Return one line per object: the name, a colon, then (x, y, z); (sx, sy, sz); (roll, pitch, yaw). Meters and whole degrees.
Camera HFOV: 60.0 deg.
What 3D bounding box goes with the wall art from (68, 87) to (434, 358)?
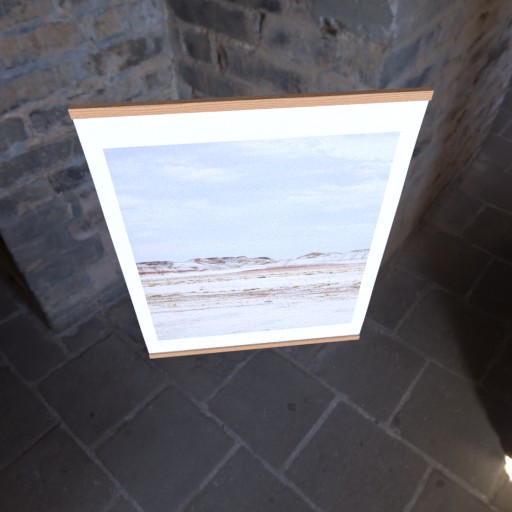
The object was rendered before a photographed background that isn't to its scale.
wall art: (0.000, 0.000, 0.674); (0.404, 0.507, 0.010); (-4, 46, -4)
